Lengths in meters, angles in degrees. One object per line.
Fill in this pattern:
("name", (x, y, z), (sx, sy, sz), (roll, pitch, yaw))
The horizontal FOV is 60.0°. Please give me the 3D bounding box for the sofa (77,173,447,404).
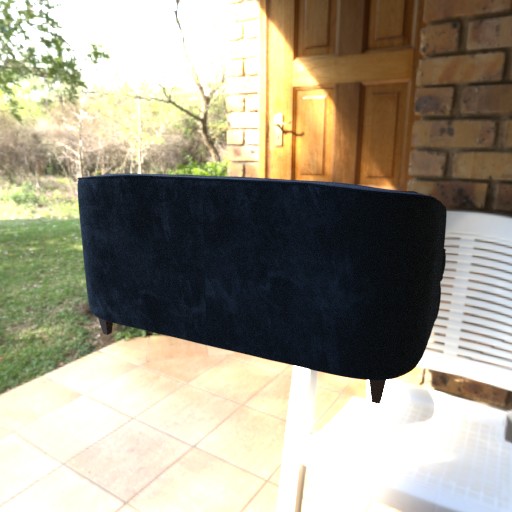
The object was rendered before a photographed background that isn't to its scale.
("sofa", (0.000, 0.000, 2.250), (1.733, 0.854, 0.941), (7, 16, 26))
